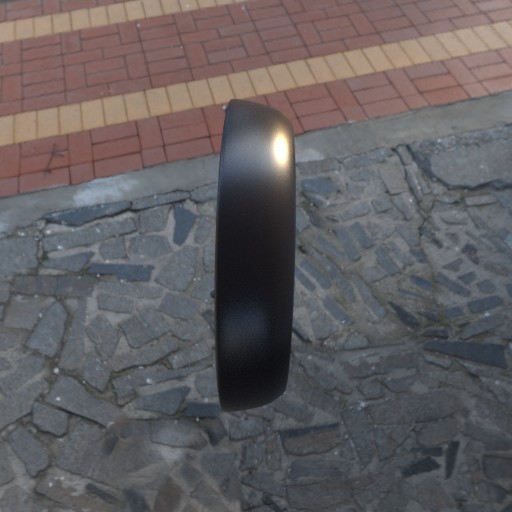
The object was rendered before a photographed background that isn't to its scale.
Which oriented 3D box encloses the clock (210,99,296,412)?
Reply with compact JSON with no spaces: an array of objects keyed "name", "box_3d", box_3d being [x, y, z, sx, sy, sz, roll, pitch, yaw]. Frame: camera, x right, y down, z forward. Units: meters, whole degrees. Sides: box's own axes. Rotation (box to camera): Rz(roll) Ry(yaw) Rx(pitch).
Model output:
[{"name":"clock","box_3d":[0.000,0.000,0.450,0.060,0.300,0.300,1,61,1]}]
